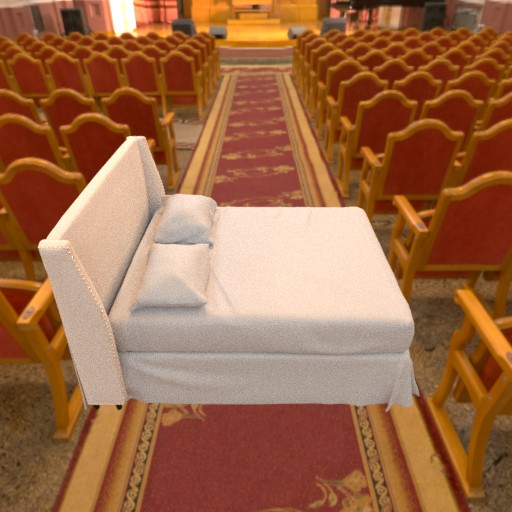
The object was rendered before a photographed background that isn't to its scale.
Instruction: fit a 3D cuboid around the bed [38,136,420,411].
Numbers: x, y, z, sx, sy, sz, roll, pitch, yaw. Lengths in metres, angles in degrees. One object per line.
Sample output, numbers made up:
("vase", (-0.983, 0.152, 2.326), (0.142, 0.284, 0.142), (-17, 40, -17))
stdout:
("bed", (0.000, 0.000, 3.424), (2.276, 1.332, 1.925), (0, 32, 0))
